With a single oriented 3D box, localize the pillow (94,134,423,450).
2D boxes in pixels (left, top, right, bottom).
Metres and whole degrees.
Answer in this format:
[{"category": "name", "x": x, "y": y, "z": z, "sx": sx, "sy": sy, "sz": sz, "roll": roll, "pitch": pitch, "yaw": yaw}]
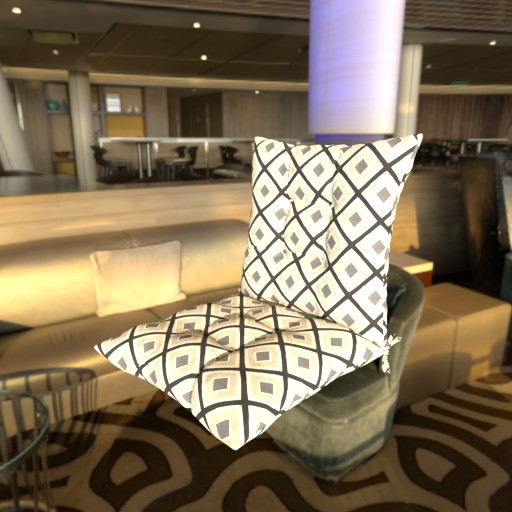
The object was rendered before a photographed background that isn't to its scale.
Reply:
[{"category": "pillow", "x": 0.000, "y": 0.000, "z": 1.009, "sx": 0.585, "sy": 0.536, "sz": 0.541, "roll": -14, "pitch": 20, "yaw": -43}]
